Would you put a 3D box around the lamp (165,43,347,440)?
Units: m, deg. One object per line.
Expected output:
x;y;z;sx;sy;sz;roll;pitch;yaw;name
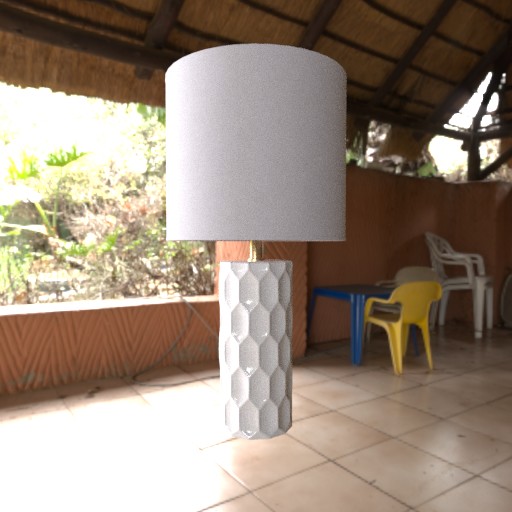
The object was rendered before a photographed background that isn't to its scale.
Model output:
0.000;0.000;0.697;0.277;0.537;0.277;-1;2;-35;lamp
